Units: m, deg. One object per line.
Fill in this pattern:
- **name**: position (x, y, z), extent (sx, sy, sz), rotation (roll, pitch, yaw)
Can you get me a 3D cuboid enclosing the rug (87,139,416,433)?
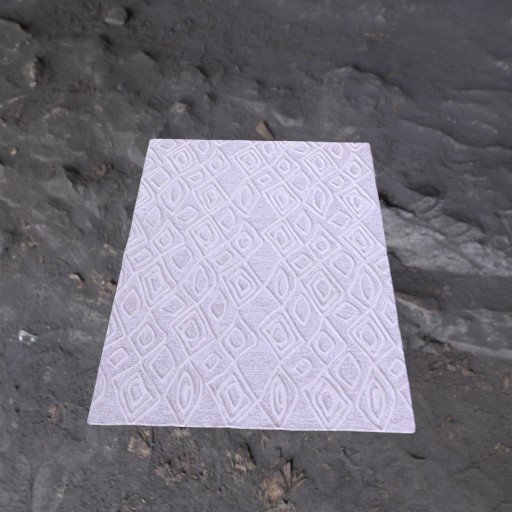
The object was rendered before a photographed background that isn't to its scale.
- **rug**: position (0.000, 0.000, 4.102), extent (2.449, 0.025, 3.049), rotation (1, 57, 1)
